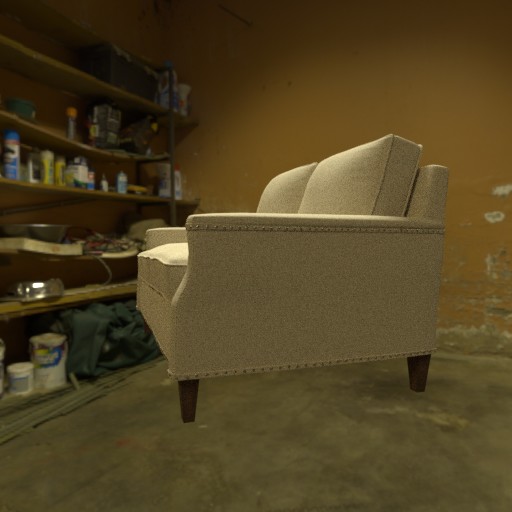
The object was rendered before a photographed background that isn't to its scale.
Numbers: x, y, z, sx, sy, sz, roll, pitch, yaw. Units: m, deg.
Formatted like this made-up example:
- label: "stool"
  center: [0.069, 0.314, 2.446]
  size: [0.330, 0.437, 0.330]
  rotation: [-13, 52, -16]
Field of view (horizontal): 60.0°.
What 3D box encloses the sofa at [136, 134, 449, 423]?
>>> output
- label: "sofa"
  center: [0.000, 0.000, 2.242]
  size: [1.084, 1.003, 1.597]
  rotation: [-1, 2, -19]
